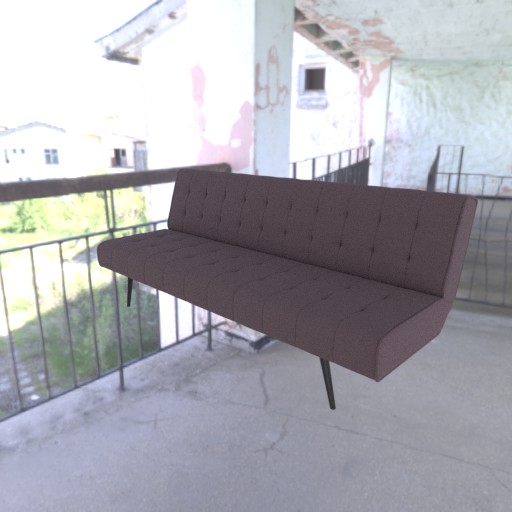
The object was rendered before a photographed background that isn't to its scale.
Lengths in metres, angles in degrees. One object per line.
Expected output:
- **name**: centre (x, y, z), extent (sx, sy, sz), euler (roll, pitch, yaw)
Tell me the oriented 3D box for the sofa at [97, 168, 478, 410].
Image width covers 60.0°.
- **sofa**: centre (0.000, 0.000, 2.098), extent (1.703, 0.699, 0.747), euler (15, 21, 42)
